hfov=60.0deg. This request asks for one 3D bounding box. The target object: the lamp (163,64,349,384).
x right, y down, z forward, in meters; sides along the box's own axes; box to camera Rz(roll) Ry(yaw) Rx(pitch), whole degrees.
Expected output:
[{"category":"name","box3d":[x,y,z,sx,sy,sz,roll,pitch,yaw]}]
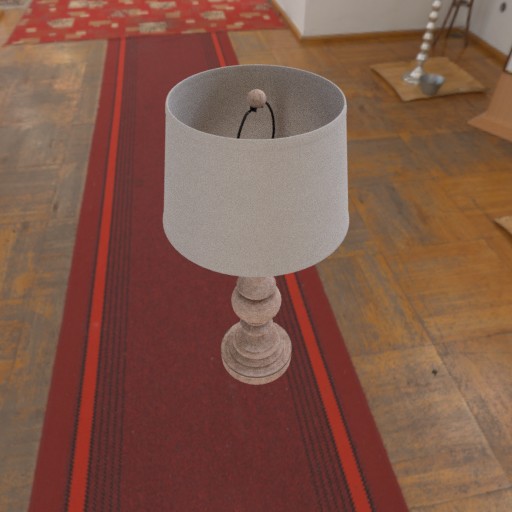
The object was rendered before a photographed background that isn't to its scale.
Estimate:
[{"category":"lamp","box3d":[0.000,0.000,0.894,0.340,0.678,0.340,0,43,0]}]
